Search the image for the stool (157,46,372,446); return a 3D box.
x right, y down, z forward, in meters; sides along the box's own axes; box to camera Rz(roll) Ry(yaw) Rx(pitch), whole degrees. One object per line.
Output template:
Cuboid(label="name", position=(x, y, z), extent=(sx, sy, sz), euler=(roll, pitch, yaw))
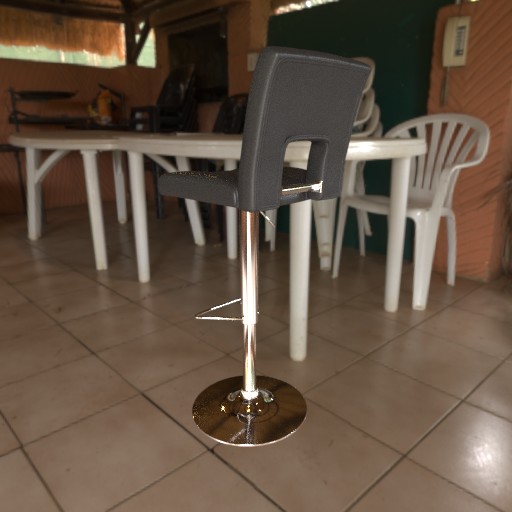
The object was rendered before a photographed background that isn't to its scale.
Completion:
Cuboid(label="stool", position=(0.000, 0.000, 1.417), extent=(0.415, 1.151, 0.520), euler=(-15, 22, -42))
